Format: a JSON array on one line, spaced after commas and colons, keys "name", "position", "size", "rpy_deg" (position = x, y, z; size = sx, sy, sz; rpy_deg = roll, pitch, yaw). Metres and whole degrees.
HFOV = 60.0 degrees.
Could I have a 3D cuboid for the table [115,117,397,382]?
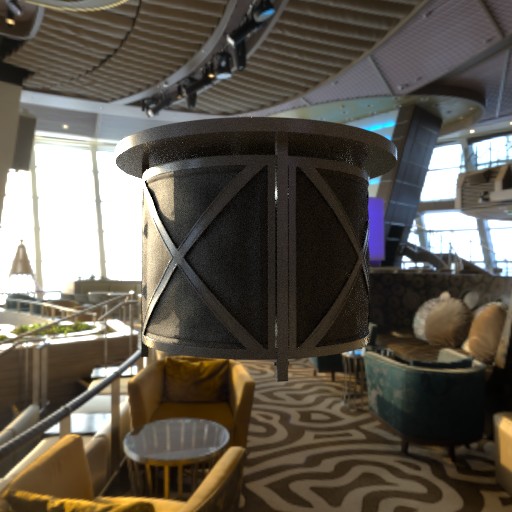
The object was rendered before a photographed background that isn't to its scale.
[{"name": "table", "position": [0.000, 0.000, 1.506], "size": [0.914, 0.650, 0.914], "rpy_deg": [0, -1, 0]}]
